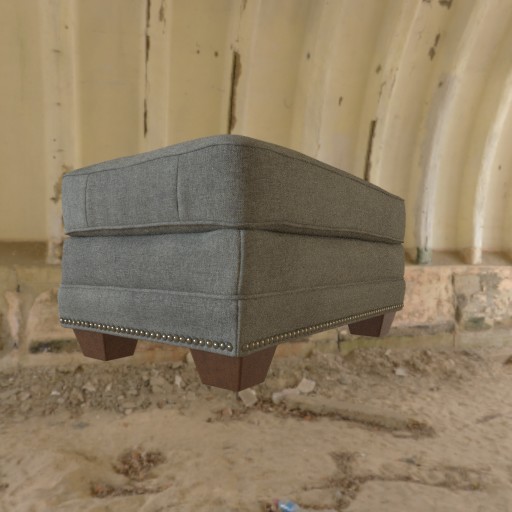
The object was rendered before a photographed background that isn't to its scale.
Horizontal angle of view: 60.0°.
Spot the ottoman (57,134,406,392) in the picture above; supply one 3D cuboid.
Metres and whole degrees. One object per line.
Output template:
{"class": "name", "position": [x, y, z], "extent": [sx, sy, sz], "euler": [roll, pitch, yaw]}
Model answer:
{"class": "ottoman", "position": [0.000, 0.000, 1.156], "extent": [0.561, 0.457, 0.813], "euler": [0, 0, 36]}
